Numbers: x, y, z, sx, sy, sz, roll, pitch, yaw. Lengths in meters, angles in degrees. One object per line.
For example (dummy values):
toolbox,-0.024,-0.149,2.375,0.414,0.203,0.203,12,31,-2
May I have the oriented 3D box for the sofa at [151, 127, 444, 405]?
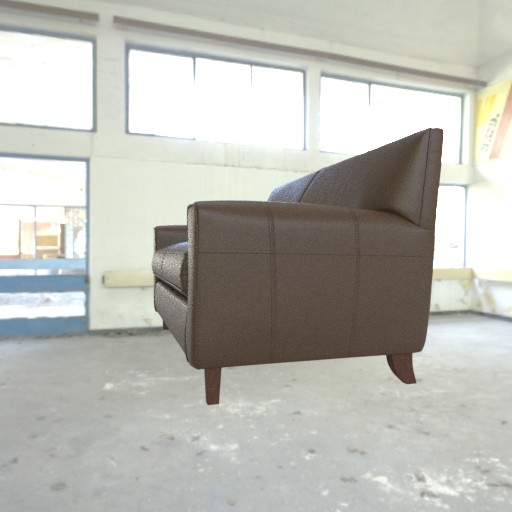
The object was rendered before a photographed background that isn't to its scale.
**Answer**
sofa,0.000,0.000,2.033,0.853,0.859,1.468,0,1,-17
